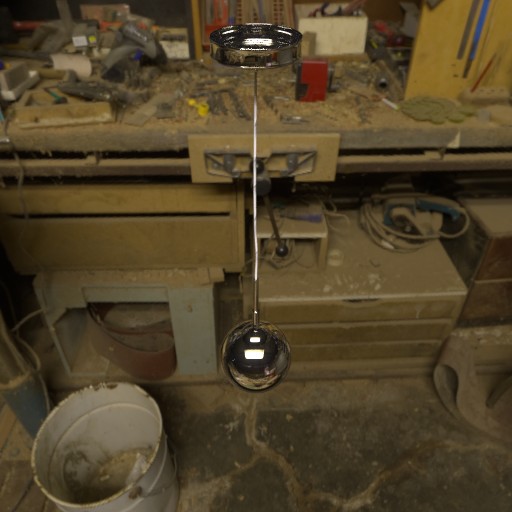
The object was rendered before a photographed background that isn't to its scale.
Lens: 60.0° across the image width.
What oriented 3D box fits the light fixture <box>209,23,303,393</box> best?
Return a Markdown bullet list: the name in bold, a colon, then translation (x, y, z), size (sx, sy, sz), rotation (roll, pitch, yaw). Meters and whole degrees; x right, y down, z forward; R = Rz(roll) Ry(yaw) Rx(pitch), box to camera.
- **light fixture**: translation (0.000, 0.000, 1.674), size (0.336, 1.538, 0.336), rotation (0, 41, 0)
